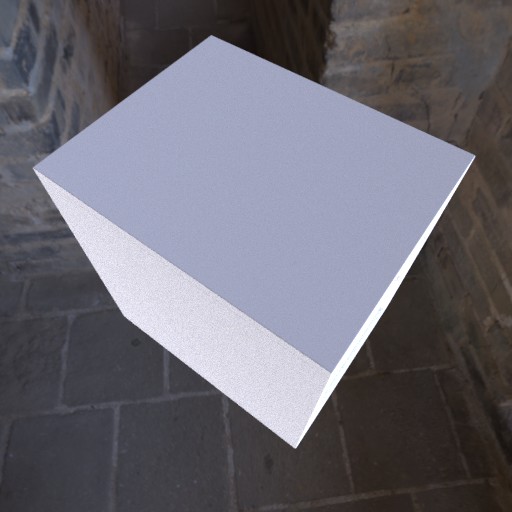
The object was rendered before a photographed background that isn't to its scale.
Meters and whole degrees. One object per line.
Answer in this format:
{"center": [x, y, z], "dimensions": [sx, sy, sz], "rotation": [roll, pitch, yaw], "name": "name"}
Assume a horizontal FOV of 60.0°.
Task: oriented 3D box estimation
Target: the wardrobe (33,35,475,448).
{"center": [0.000, 0.000, 0.860], "dimensions": [0.500, 0.520, 0.400], "rotation": [32, 64, 18], "name": "wardrobe"}
